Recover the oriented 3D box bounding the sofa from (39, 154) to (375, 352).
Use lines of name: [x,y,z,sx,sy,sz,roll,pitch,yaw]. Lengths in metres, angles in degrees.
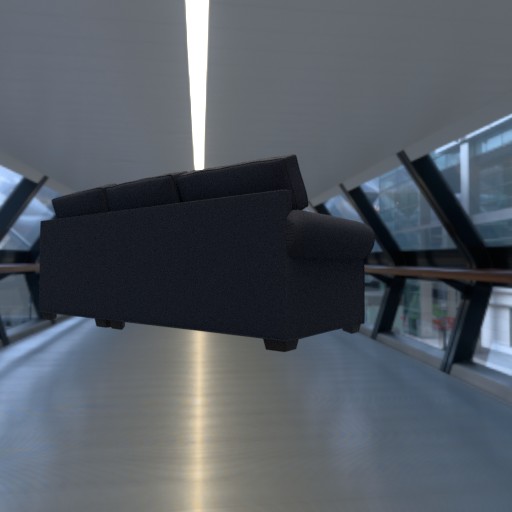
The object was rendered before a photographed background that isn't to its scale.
sofa: [0.000,0.000,3.874,2.487,1.042,2.562,-1,-2,37]
